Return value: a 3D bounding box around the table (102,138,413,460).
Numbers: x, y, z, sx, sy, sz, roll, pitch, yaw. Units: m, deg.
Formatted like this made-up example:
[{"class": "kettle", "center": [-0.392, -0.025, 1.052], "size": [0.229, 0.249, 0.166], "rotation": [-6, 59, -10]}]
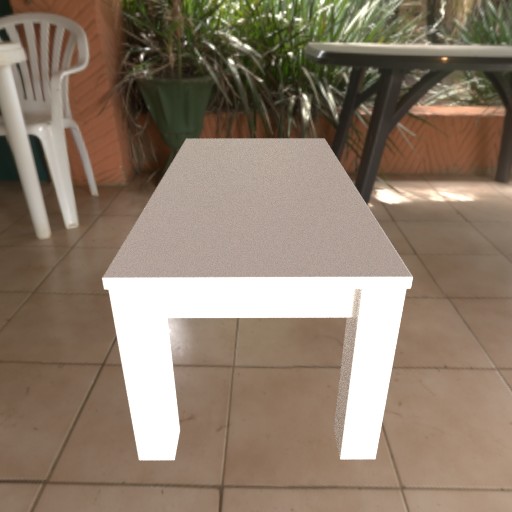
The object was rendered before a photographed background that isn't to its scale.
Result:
[{"class": "table", "center": [0.000, 0.000, 2.261], "size": [0.900, 0.790, 1.800], "rotation": [0, 27, 0]}]
